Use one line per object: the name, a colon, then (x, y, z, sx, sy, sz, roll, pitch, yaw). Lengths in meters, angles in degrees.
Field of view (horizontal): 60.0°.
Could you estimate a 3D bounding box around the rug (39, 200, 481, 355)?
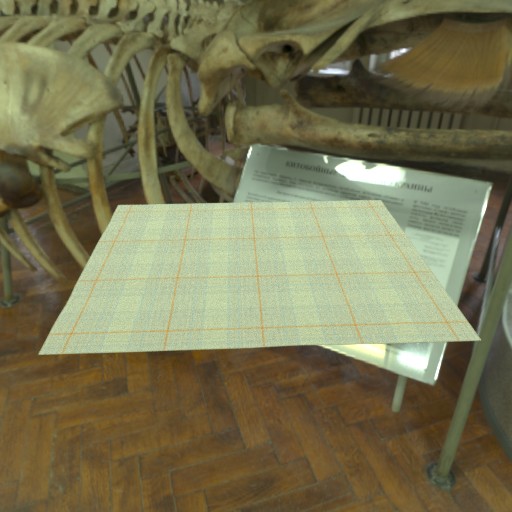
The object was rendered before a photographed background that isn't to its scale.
rug: (0.000, 0.000, 4.091, 3.051, 0.021, 2.448, -1, 31, -2)
